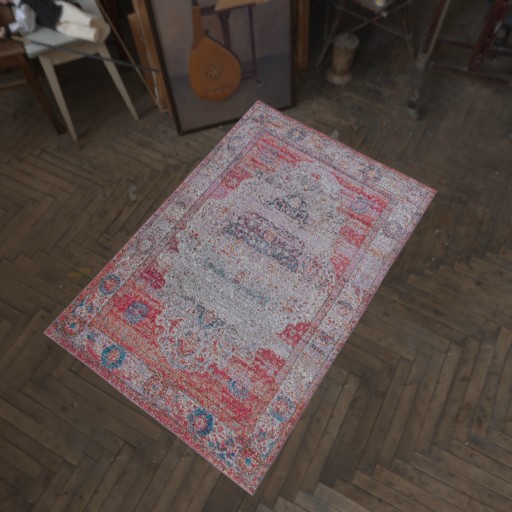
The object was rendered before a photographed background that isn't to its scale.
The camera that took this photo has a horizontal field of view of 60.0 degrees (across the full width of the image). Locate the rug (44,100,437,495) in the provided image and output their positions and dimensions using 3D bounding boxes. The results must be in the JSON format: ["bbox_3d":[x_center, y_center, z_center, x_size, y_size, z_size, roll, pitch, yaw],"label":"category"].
[{"bbox_3d":[0.000,0.000,2.306,1.219,0.006,1.829,32,68,14],"label":"rug"}]
